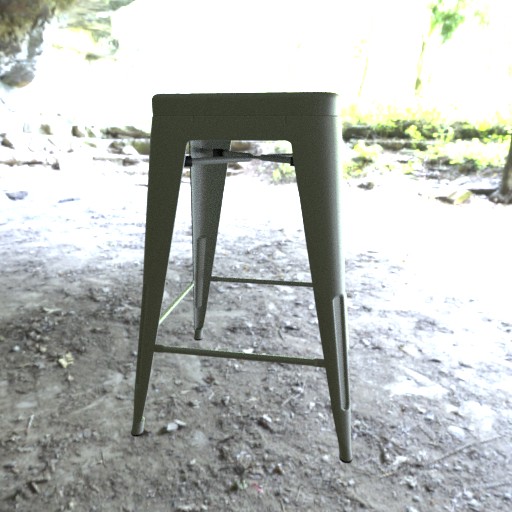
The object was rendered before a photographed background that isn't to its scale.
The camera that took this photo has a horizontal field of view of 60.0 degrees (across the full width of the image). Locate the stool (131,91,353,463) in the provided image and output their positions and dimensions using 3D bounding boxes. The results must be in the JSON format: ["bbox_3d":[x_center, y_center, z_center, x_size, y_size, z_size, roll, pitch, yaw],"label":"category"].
[{"bbox_3d":[0.000,0.000,0.901,0.410,0.608,0.410,3,17,10],"label":"stool"}]
